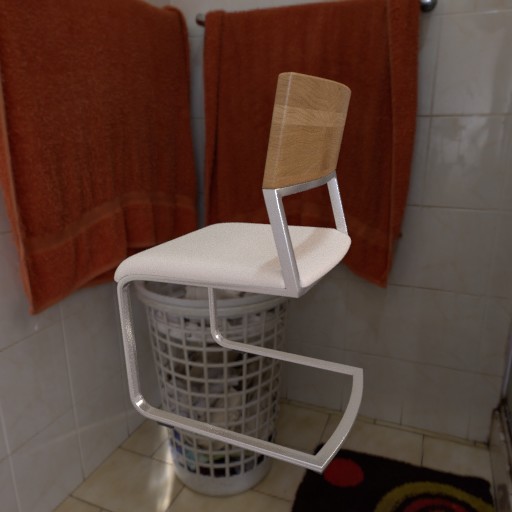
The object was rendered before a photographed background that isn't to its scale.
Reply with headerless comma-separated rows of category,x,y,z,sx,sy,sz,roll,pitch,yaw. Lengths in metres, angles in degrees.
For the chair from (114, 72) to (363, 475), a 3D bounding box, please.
chair,0.000,0.000,1.175,0.585,0.844,0.467,7,18,23
